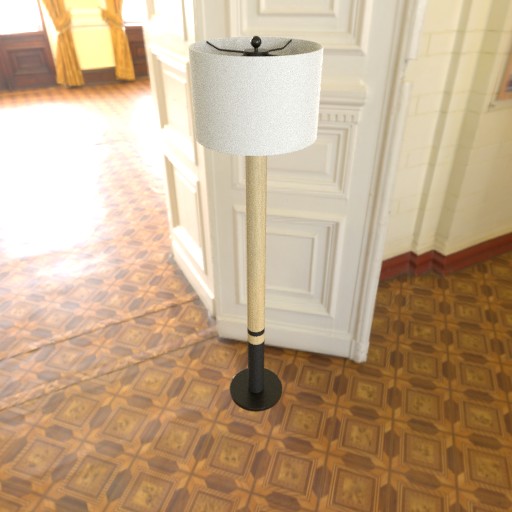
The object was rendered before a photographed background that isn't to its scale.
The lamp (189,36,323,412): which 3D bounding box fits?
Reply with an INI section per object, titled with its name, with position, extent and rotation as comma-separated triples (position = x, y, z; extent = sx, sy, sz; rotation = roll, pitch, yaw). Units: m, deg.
[lamp]
position = 0.000, 0.000, 1.650
extent = 0.381, 1.478, 0.381
rotation = 9, 34, 14
